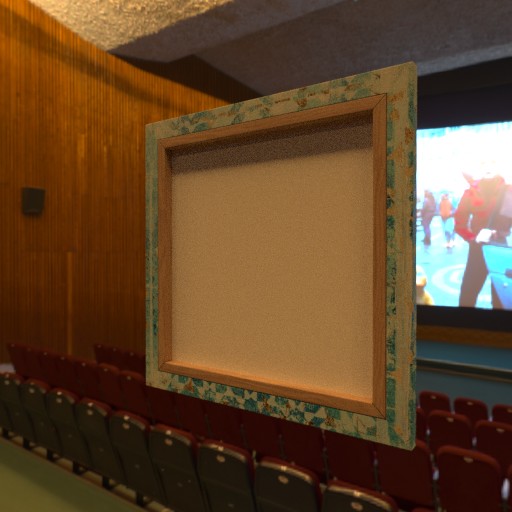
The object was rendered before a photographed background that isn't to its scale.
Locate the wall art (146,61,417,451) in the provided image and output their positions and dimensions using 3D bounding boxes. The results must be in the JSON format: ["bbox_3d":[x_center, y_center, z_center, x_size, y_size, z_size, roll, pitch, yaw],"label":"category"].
[{"bbox_3d":[0.000,0.000,1.315,0.916,0.916,0.040,0,1,34],"label":"wall art"}]
